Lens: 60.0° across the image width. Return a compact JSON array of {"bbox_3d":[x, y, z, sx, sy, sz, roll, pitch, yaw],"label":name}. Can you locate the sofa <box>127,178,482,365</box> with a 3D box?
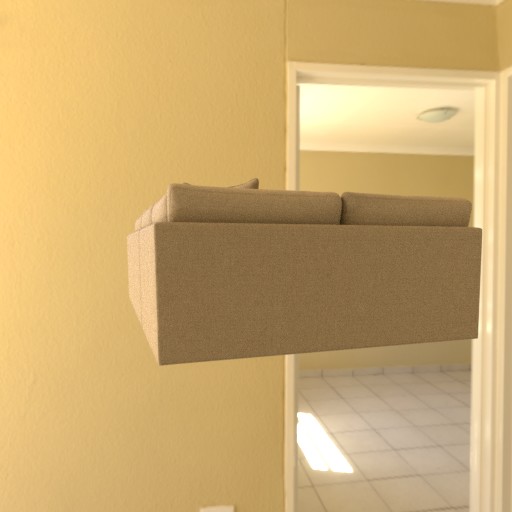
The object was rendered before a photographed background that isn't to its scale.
[{"bbox_3d":[0.000,0.000,3.770,1.994,0.978,2.896,0,2,-19],"label":"sofa"}]
